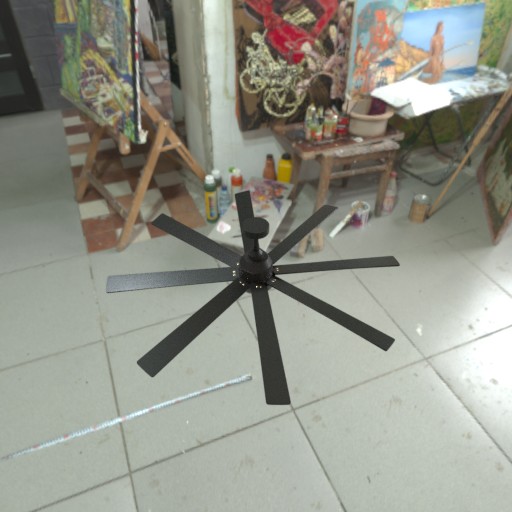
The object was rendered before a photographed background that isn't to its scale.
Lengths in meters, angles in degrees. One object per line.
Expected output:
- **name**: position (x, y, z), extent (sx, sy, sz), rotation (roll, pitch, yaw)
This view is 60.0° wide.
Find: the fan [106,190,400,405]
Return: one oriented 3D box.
- **fan**: position (0.000, 0.000, 2.689), extent (1.830, 0.472, 1.830), rotation (27, 48, 28)
